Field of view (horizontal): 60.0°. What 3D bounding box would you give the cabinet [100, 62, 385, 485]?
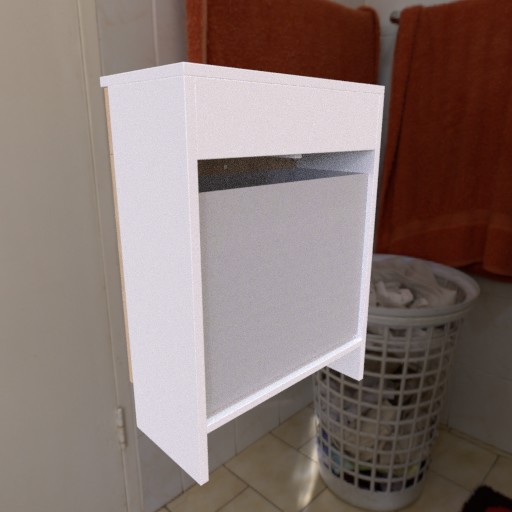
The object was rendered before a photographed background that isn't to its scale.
[{"bbox_3d":[0.000,0.000,1.111,0.600,0.815,0.296,-15,22,-42],"label":"cabinet"}]
